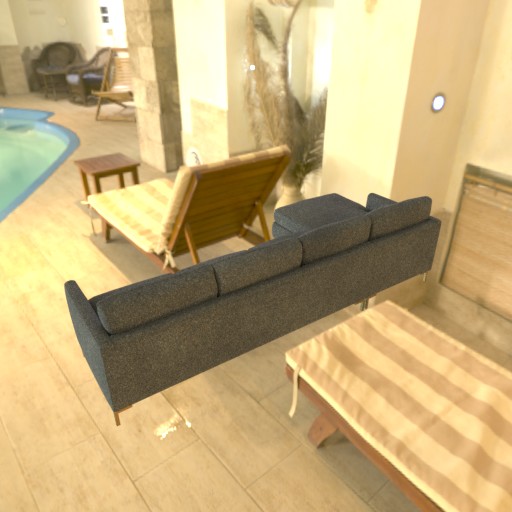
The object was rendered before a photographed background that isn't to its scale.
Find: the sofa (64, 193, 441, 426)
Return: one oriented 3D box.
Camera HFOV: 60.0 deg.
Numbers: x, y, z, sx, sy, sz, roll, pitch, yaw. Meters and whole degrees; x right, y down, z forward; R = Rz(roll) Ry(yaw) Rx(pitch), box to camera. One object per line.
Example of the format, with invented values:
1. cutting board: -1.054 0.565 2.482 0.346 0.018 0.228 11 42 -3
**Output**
1. sofa: 0.000 0.000 3.590 2.932 0.810 1.350 -18 34 -29
